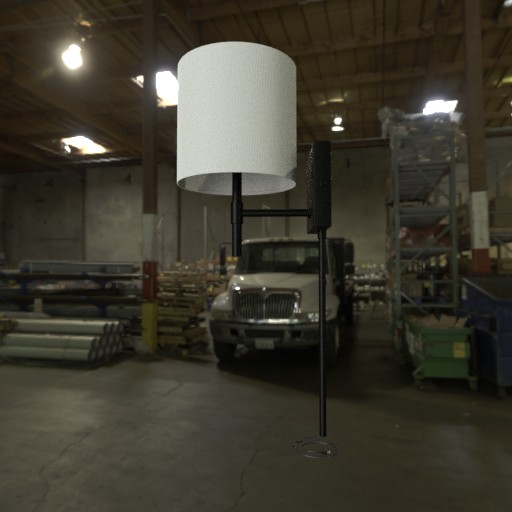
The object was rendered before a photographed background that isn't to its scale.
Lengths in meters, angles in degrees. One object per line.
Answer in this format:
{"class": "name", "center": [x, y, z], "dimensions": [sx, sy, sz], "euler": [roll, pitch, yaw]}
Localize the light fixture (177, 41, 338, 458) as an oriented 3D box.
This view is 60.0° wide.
{"class": "light fixture", "center": [0.000, 0.000, 0.698], "dimensions": [0.248, 0.589, 0.188], "euler": [0, -2, 2]}
